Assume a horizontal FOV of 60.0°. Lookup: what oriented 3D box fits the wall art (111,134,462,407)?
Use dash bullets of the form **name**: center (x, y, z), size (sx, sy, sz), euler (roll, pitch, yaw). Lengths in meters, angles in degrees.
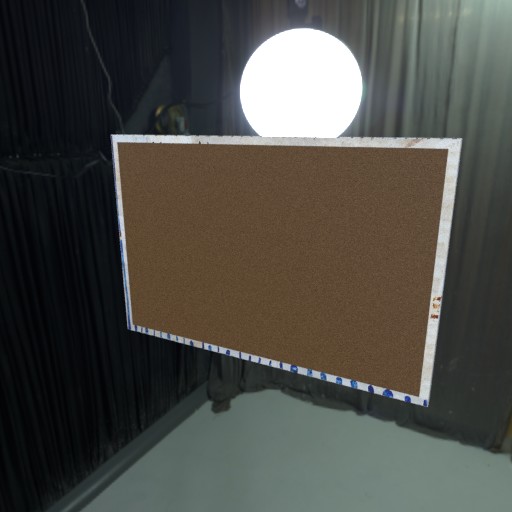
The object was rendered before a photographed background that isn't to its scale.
- **wall art**: center (0.000, 0.000, 1.166), size (0.919, 0.609, 0.030), euler (8, 18, 26)
